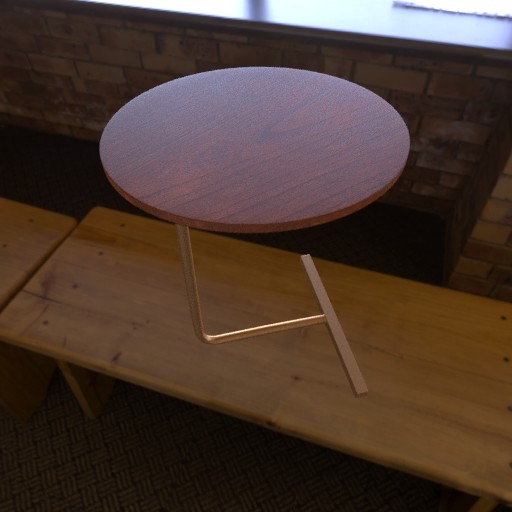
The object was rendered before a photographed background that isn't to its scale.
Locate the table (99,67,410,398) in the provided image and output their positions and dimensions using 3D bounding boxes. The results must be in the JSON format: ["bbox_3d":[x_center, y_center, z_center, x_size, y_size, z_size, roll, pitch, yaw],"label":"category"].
[{"bbox_3d":[0.000,0.000,1.098,0.577,0.706,0.530,-10,48,-9],"label":"table"}]
